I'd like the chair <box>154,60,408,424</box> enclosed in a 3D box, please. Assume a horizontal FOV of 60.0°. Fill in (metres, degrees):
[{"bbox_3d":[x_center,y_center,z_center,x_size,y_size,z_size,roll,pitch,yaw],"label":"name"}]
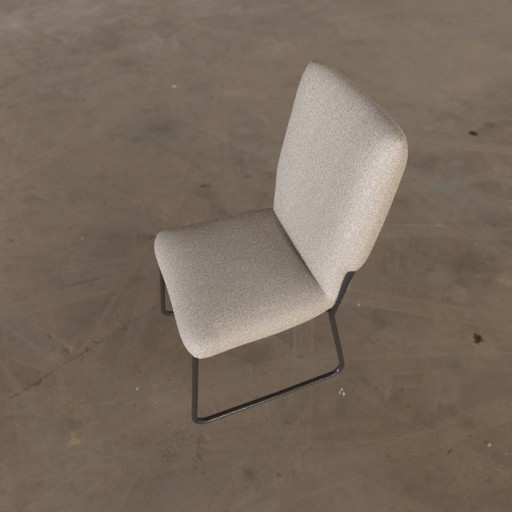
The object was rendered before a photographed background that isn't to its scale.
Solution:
[{"bbox_3d":[0.000,0.000,1.220,0.560,0.864,0.448,-15,49,-14],"label":"chair"}]
